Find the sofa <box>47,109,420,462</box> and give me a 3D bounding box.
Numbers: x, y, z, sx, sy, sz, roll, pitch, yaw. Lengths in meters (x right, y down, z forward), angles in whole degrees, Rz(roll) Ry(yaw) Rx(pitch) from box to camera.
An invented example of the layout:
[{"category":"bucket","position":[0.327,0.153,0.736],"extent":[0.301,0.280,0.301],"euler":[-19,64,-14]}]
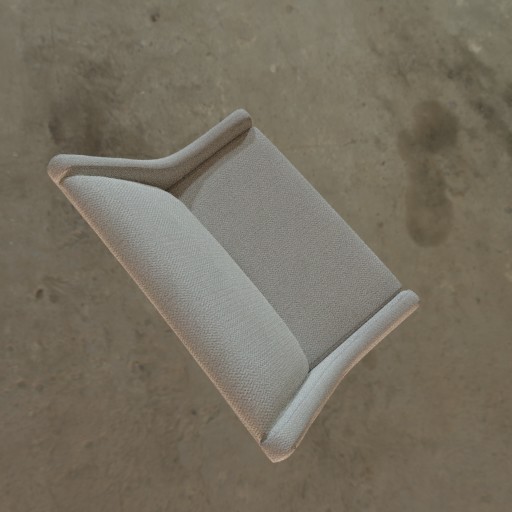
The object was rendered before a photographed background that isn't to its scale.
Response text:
[{"category":"sofa","position":[0.000,0.000,1.919],"extent":[0.870,1.022,1.242],"euler":[-39,79,-9]}]
